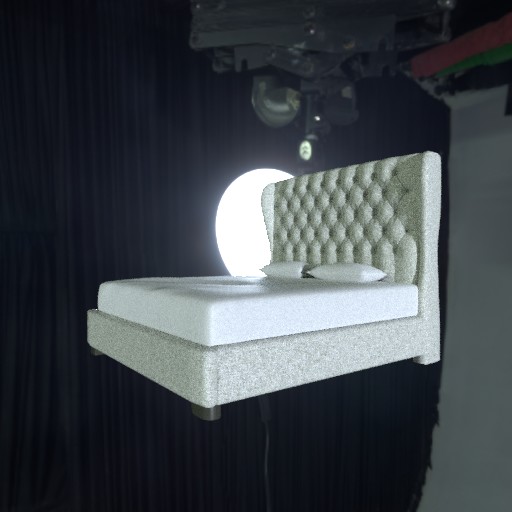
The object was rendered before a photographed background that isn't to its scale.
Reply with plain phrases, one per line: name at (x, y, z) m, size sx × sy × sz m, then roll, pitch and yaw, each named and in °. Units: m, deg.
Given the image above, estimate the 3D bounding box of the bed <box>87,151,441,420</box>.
bed at (0.000, 0.000, 3.920) m, size 2.347 × 1.771 × 2.219 m, roll 0°, pitch 1°, yaw -37°
